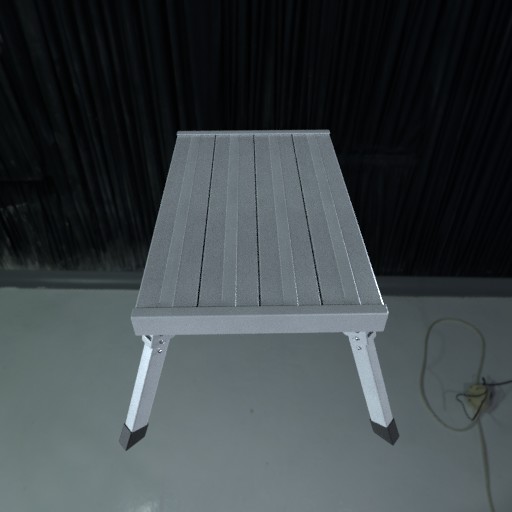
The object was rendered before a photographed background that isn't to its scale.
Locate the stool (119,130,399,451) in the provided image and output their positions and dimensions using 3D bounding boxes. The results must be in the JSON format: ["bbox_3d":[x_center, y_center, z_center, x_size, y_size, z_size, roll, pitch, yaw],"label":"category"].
[{"bbox_3d":[0.000,0.000,0.727,0.385,0.225,0.535,-1,41,-1],"label":"stool"}]
